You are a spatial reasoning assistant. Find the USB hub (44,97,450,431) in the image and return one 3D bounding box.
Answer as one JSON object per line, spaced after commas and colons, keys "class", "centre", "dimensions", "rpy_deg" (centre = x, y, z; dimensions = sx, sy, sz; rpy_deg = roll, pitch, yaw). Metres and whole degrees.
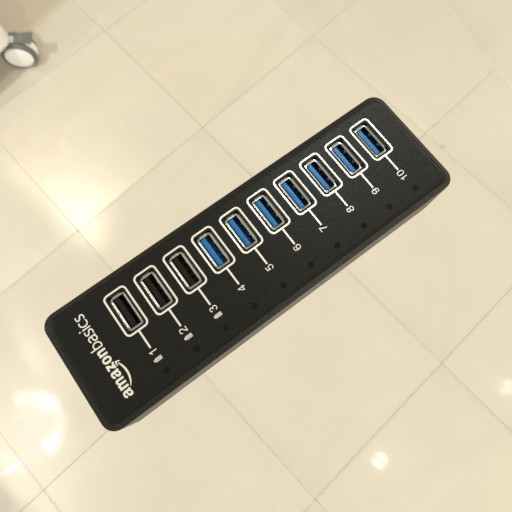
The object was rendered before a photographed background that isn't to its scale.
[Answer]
{"class": "USB hub", "centre": [0.000, 0.000, 0.162], "dimensions": [0.145, 0.023, 0.044], "rpy_deg": [-36, 78, -8]}
